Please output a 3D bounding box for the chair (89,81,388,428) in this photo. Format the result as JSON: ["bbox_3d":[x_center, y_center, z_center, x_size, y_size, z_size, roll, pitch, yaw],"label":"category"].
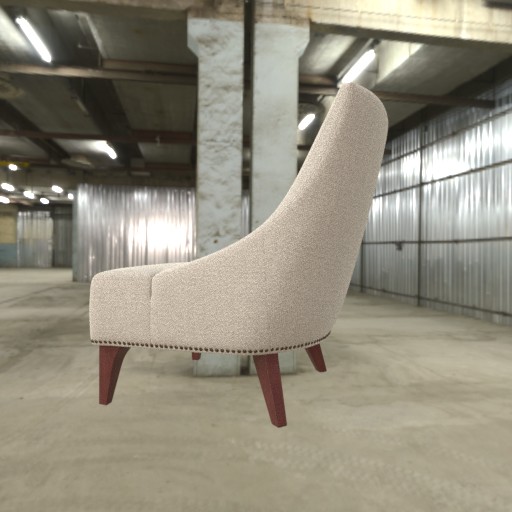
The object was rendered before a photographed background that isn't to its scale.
[{"bbox_3d":[0.000,0.000,1.510,0.861,0.909,0.701,0,0,19],"label":"chair"}]
